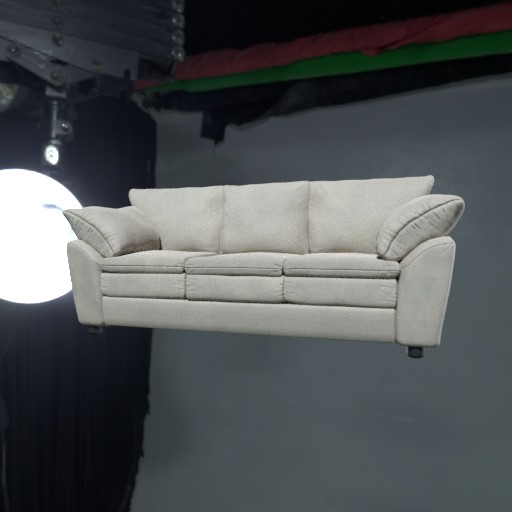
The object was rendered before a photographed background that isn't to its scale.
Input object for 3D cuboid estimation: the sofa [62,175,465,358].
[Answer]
[{"bbox_3d":[0.000,0.000,2.824,2.334,0.996,0.878,0,1,18],"label":"sofa"}]
